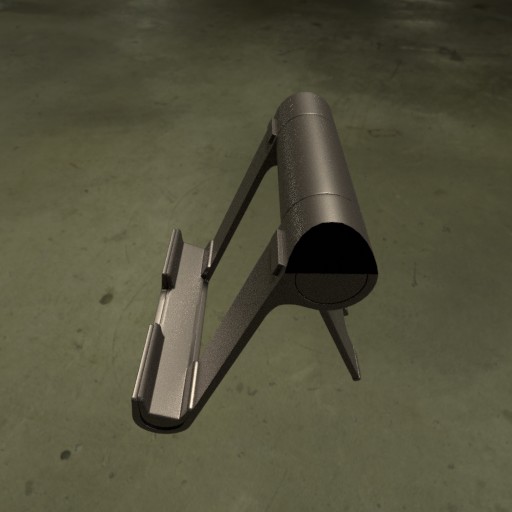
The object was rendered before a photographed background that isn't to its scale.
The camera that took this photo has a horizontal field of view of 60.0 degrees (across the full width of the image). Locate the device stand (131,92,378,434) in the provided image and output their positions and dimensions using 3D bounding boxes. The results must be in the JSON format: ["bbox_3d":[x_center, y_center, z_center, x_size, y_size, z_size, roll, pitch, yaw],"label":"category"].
[{"bbox_3d":[0.000,0.000,0.155,0.079,0.084,0.088,0,41,0],"label":"device stand"}]
